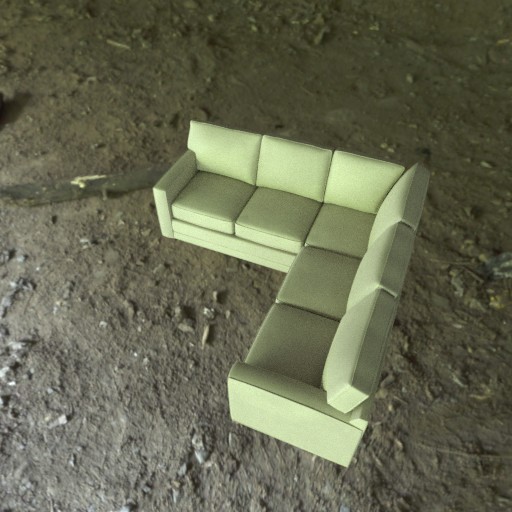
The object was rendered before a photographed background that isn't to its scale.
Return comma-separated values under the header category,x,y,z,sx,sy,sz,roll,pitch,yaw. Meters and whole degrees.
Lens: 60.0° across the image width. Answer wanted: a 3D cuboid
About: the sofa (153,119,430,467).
category,x,y,z,sx,sy,sz,roll,pitch,yaw
sofa,0.000,0.000,3.442,2.182,0.939,2.189,17,49,16
